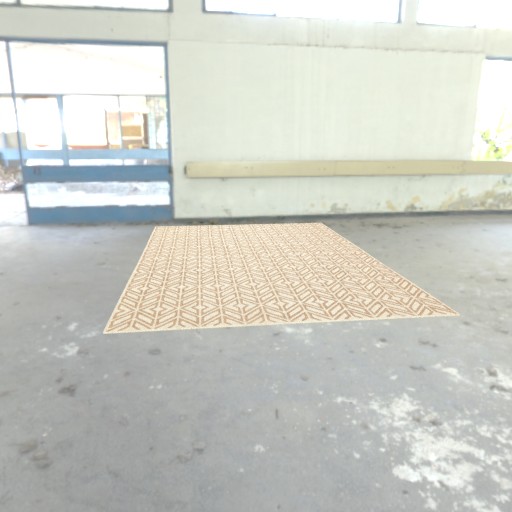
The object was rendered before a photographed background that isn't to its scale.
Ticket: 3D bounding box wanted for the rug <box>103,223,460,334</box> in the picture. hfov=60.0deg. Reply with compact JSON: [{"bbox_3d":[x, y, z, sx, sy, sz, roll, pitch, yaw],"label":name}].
[{"bbox_3d":[0.000,0.000,2.366,1.220,0.007,1.828,-2,15,-7],"label":"rug"}]
